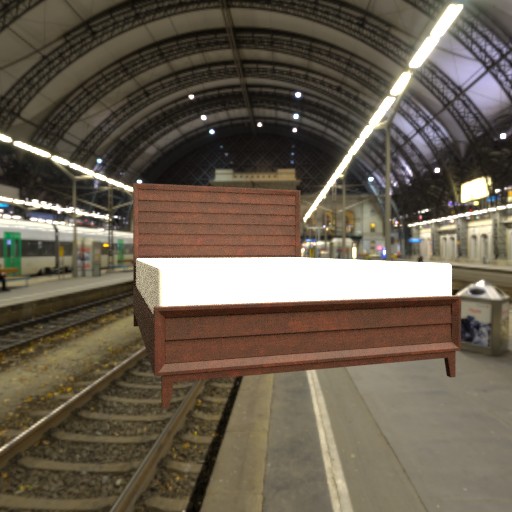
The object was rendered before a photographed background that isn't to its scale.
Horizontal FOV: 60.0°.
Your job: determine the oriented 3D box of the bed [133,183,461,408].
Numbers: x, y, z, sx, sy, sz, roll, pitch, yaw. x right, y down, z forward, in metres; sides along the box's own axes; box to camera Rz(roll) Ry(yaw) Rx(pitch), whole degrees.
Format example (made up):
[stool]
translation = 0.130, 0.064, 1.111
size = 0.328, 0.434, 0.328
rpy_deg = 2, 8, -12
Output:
[bed]
translation = 0.000, 0.000, 3.157
size = 1.600, 1.270, 2.184
rpy_deg = 0, 1, -18
